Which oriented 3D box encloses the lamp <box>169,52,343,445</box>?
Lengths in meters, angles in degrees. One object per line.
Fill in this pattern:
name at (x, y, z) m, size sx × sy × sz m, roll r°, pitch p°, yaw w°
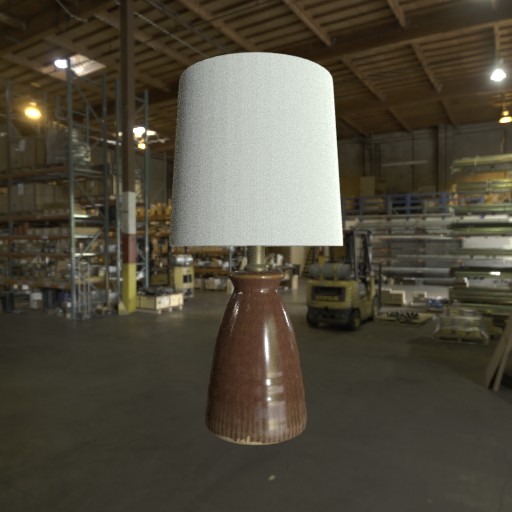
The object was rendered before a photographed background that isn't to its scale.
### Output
lamp at (0.000, 0.000, 0.483) m, size 0.186 × 0.369 × 0.186 m, roll 0°, pitch 1°, yaw 0°
